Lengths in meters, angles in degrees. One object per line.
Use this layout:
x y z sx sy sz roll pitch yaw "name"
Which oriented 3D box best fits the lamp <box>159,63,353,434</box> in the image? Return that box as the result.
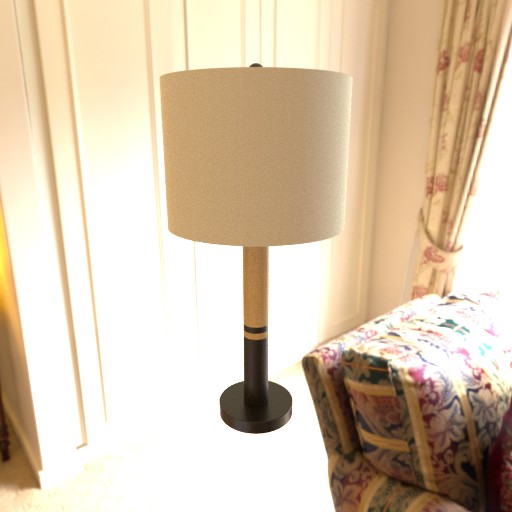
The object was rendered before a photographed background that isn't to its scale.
0.000 0.000 0.795 0.305 0.640 0.305 3 16 11 "lamp"
